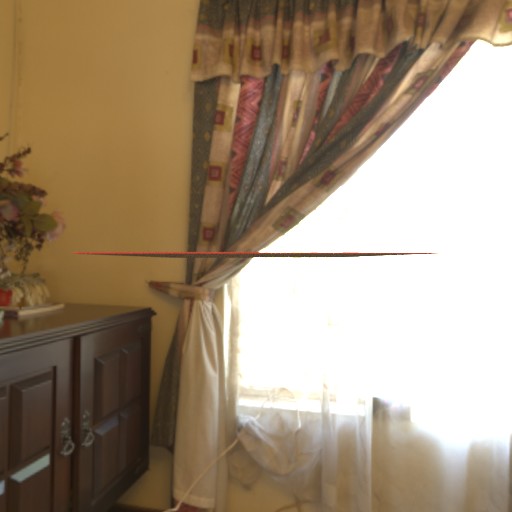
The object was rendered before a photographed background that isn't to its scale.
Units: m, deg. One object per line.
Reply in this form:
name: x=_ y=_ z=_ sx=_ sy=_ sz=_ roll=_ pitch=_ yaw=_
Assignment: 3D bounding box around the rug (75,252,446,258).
rug: x=0.000 y=0.000 z=3.034 sx=1.534 sy=0.010 sz=2.423 roll=0 pitch=-1 yaw=-1
